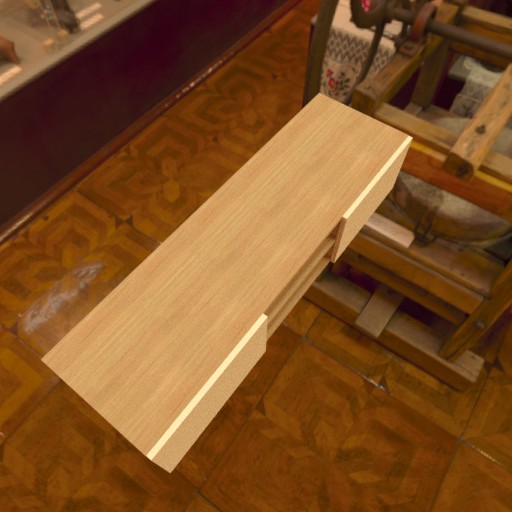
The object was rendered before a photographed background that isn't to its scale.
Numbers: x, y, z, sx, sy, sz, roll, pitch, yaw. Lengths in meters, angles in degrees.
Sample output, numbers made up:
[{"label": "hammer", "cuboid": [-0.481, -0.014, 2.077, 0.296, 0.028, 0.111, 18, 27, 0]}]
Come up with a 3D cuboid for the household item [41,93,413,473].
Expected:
[{"label": "household item", "cuboid": [0.000, 0.000, 1.574, 0.420, 0.310, 1.400, 33, 64, 19]}]
